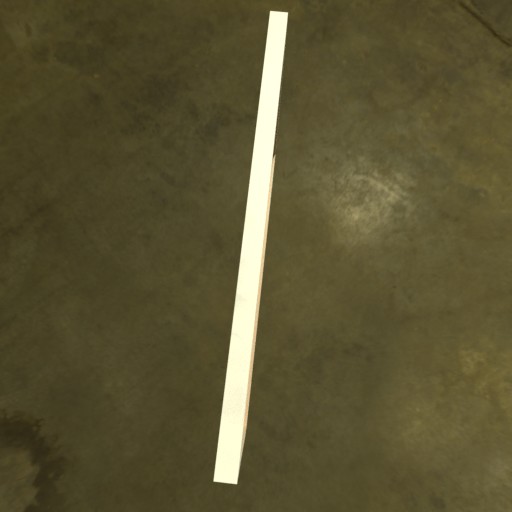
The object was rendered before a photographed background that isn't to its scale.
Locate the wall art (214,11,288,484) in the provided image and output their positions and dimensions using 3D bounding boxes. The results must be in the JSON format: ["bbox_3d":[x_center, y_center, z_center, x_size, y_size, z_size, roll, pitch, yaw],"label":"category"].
[{"bbox_3d":[0.000,0.000,1.119,0.038,0.610,0.915,6,75,2],"label":"wall art"}]
